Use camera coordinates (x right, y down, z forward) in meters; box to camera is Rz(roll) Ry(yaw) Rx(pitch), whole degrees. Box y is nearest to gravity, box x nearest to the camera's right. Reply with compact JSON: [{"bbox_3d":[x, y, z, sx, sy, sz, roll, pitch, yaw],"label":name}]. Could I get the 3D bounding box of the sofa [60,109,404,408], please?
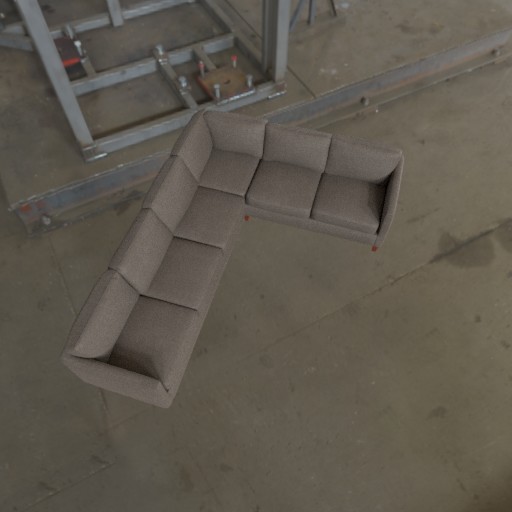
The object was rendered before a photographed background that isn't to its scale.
[{"bbox_3d":[0.000,0.000,4.590,2.593,0.947,3.302,14,59,9],"label":"sofa"}]
